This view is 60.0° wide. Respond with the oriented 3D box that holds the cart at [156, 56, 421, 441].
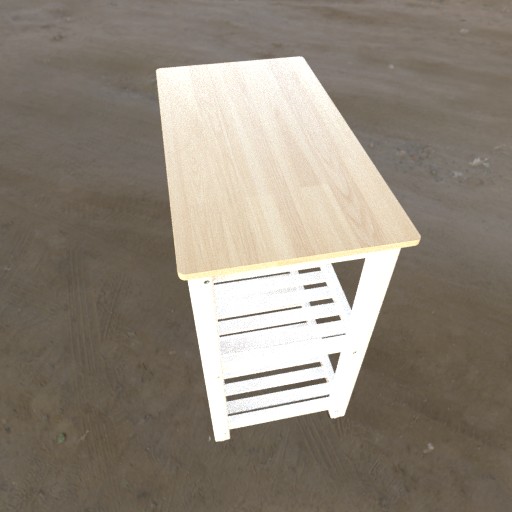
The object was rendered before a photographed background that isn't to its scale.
[{"bbox_3d":[0.000,0.000,1.436,0.457,0.927,0.899,-8,47,-8],"label":"cart"}]
